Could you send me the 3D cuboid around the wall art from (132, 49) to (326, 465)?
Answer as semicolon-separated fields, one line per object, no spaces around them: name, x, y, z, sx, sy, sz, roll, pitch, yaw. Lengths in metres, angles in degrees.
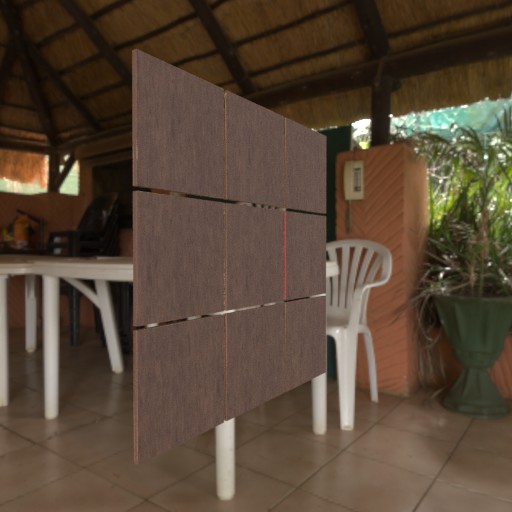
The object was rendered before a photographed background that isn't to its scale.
wall art;0.000;0.000;1.348;0.013;0.914;0.915;1;1;36
